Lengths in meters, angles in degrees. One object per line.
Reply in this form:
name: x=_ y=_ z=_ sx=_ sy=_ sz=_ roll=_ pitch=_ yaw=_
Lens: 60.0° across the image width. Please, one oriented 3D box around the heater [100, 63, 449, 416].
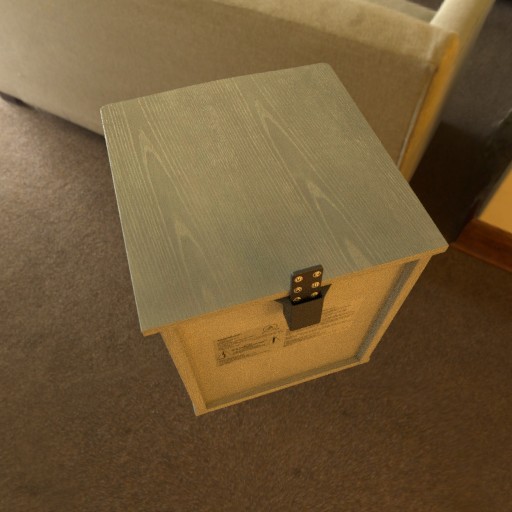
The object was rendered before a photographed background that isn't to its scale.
heater: x=0.000 y=0.000 z=0.754 sx=0.362 sy=0.481 sz=0.400 roll=-15 pitch=59 yaw=-9
